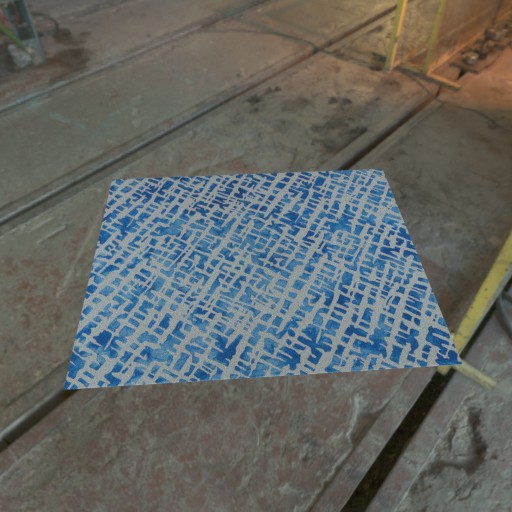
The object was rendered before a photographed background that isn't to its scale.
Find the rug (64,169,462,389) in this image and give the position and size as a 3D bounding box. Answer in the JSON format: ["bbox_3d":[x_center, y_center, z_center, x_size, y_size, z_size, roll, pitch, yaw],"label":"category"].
[{"bbox_3d":[0.000,0.000,4.120,3.007,0.007,2.435,-3,48,-2],"label":"rug"}]
